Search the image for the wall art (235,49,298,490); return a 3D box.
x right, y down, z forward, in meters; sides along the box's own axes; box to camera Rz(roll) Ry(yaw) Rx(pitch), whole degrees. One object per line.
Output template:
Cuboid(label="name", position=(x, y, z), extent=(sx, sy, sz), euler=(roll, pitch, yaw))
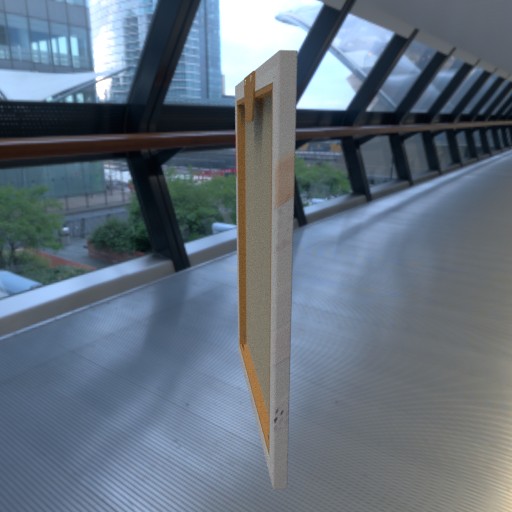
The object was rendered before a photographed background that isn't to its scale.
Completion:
Cuboid(label="wall art", position=(0.000, 0.000, 1.104), extent=(0.036, 0.848, 0.613), euler=(-3, 16, -9))
